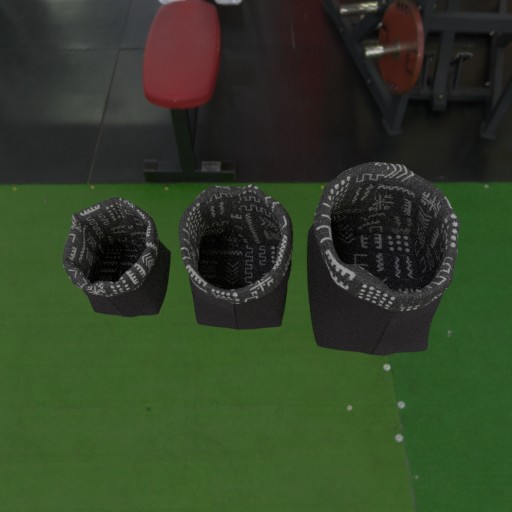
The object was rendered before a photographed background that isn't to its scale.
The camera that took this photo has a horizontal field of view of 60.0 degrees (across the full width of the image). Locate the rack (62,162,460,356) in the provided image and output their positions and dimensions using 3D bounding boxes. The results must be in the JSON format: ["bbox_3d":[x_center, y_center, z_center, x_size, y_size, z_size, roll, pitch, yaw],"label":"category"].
[{"bbox_3d":[0.000,0.000,1.073,0.905,0.323,0.379,2,59,1],"label":"rack"}]
